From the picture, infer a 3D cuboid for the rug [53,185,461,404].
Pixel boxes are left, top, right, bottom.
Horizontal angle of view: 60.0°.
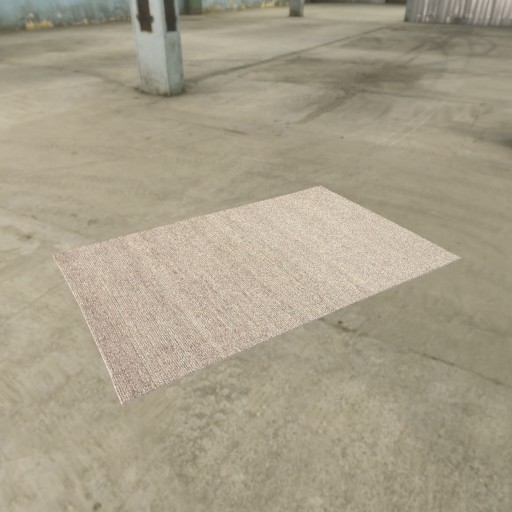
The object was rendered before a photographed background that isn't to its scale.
[{"bbox_3d":[0.000,0.000,2.302,1.792,0.021,1.154,-18,35,-27],"label":"rug"}]
